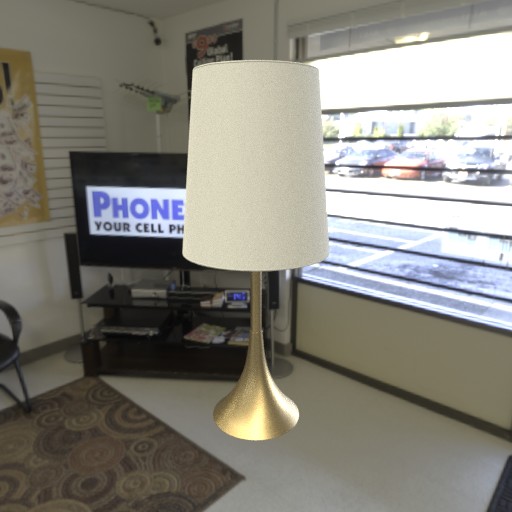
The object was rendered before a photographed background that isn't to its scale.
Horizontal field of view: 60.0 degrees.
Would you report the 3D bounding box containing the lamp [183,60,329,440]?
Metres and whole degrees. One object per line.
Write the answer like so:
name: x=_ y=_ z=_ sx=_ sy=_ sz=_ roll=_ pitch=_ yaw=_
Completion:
lamp: x=0.000 y=0.000 z=0.707 sx=0.231 sy=0.569 sz=0.231 roll=0 pitch=15 yaw=0
